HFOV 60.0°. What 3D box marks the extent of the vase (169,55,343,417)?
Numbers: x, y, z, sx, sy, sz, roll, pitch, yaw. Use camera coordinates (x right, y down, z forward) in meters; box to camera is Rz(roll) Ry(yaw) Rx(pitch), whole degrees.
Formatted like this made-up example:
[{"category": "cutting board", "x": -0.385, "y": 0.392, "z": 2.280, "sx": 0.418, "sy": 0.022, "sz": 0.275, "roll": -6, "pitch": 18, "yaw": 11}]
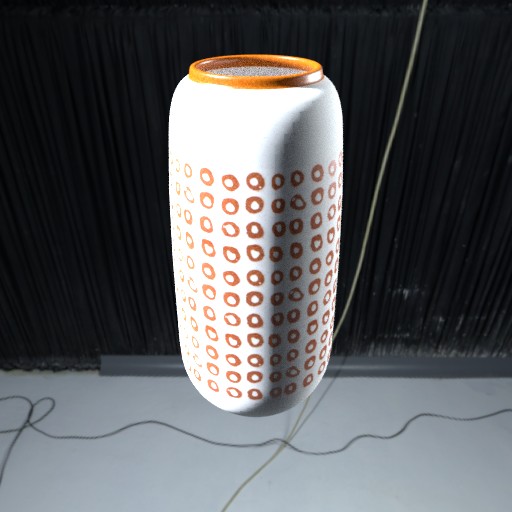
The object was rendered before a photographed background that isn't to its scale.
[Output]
[{"category": "vase", "x": 0.000, "y": 0.000, "z": 0.351, "sx": 0.133, "sy": 0.282, "sz": 0.133, "roll": 0, "pitch": 32, "yaw": 0}]
